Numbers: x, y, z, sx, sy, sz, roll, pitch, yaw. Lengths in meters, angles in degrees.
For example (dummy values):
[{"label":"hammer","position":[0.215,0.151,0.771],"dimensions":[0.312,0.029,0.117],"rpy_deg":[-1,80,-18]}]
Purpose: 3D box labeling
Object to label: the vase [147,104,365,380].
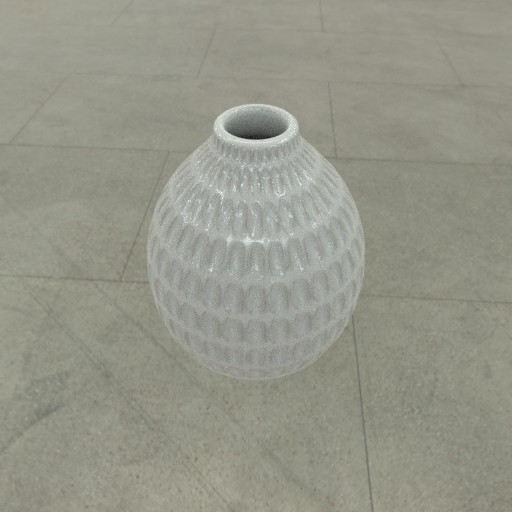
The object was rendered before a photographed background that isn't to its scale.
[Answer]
[{"label":"vase","position":[0.000,0.000,0.337],"dimensions":[0.162,0.223,0.162],"rpy_deg":[0,45,0]}]
